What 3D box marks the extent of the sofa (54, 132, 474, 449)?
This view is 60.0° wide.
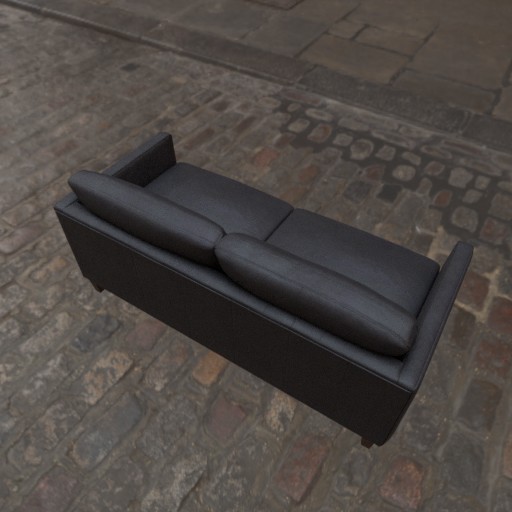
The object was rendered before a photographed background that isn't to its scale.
[{"bbox_3d":[0.000,0.000,2.403,1.971,0.863,0.933,25,51,22],"label":"sofa"}]
